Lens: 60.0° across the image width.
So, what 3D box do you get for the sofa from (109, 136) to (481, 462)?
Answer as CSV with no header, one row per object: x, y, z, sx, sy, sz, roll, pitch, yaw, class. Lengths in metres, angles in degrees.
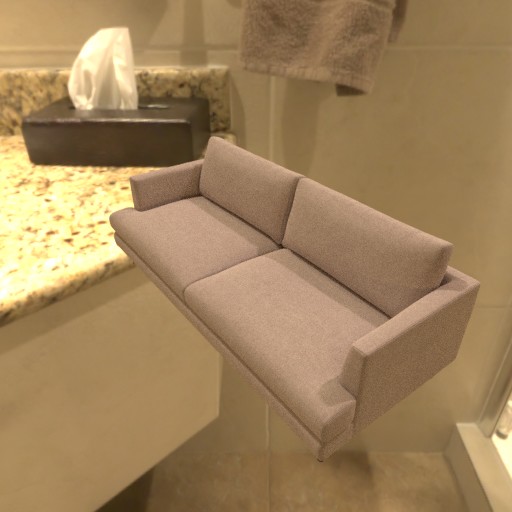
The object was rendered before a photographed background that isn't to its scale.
0.000,0.000,2.711,1.020,0.868,2.250,-22,38,-30,sofa
